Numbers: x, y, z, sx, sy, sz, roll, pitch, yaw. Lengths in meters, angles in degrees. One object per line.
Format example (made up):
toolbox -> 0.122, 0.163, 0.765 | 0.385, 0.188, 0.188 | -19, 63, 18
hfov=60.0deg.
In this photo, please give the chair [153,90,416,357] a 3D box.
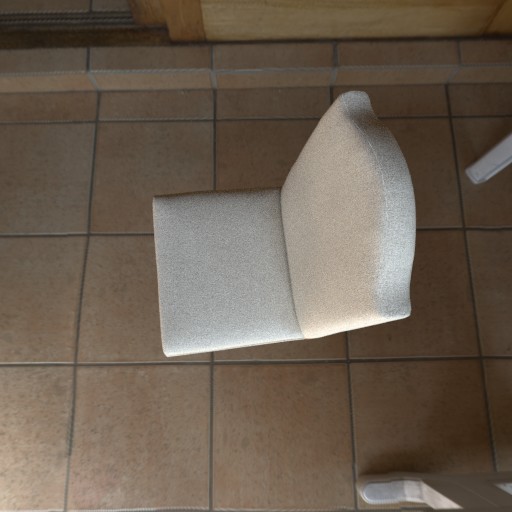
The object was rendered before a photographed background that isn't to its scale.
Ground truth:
chair -> 0.000, 0.000, 1.369 | 0.648, 1.012, 0.534 | -7, 77, -2
